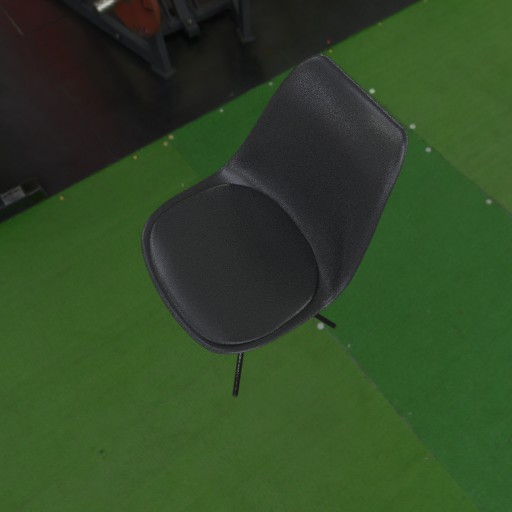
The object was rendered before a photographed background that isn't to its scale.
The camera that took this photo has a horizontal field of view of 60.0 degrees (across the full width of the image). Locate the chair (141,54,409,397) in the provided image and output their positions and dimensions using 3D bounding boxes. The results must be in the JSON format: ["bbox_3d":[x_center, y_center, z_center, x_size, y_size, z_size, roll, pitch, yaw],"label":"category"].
[{"bbox_3d":[0.000,0.000,1.154,0.525,0.850,0.461,-31,68,-14],"label":"chair"}]
